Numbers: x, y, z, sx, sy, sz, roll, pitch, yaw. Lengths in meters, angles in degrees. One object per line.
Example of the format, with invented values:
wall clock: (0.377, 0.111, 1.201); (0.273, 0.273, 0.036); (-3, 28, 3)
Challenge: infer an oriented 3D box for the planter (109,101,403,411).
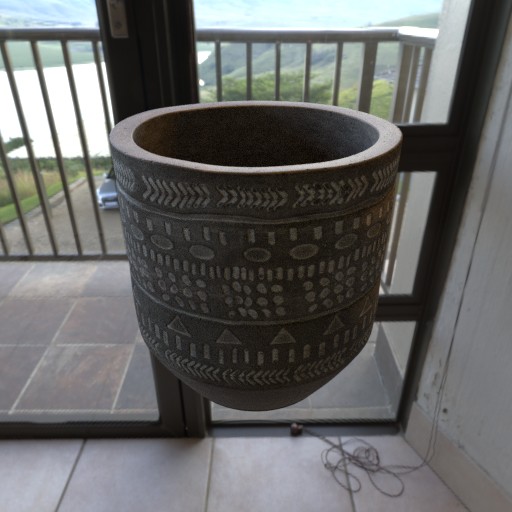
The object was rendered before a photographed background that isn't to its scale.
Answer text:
planter: (0.000, 0.000, 0.257); (0.142, 0.149, 0.142); (0, 29, 0)
